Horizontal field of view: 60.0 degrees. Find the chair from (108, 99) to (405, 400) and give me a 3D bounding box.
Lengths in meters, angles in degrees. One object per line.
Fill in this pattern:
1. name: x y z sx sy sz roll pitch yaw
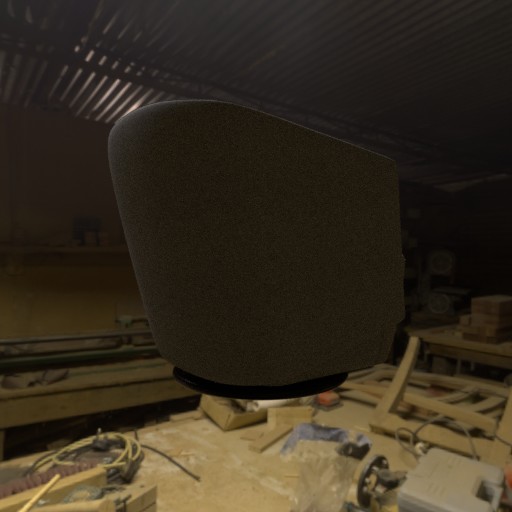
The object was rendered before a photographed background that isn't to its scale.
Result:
1. chair: 0.000 0.000 1.619 0.986 0.861 0.822 0 1 -36
